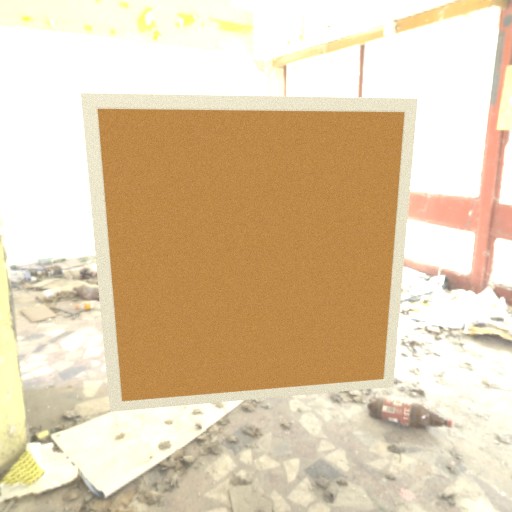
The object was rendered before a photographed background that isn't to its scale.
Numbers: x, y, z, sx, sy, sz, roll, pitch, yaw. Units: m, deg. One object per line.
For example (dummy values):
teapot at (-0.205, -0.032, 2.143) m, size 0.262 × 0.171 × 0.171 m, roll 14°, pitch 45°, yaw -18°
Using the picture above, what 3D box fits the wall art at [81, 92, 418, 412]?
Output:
wall art at (0.000, 0.000, 0.452) m, size 0.305 × 0.305 × 0.037 m, roll -2°, pitch 14°, yaw -9°
